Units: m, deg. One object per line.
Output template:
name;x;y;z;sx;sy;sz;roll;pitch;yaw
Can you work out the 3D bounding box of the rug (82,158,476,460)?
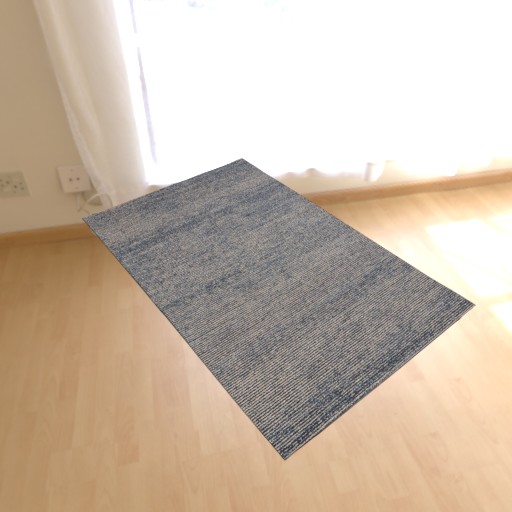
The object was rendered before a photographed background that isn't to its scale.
rug;0.000;0.000;2.290;1.159;0.025;1.793;-27;47;-28
